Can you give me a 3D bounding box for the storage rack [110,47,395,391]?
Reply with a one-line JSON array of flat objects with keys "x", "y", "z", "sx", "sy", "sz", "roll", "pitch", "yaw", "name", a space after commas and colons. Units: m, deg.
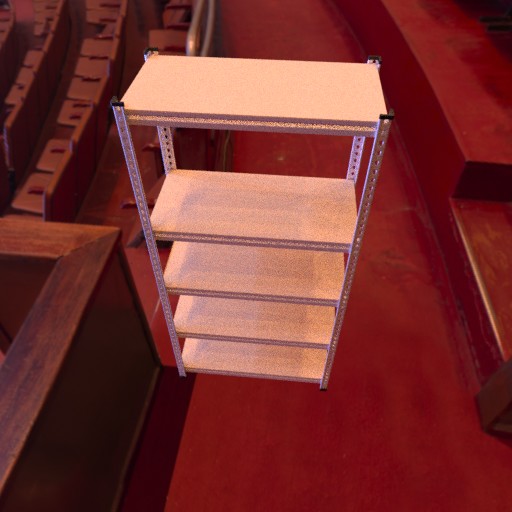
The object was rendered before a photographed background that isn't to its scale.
[{"x": 0.000, "y": 0.000, "z": 2.226, "sx": 0.914, "sy": 1.829, "sz": 0.457, "roll": 4, "pitch": 47, "yaw": 4, "name": "storage rack"}]
